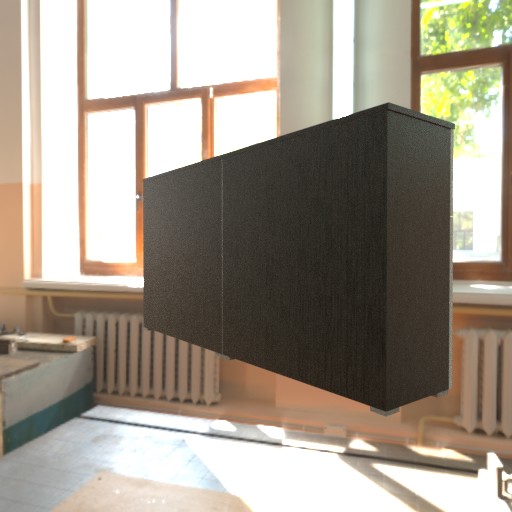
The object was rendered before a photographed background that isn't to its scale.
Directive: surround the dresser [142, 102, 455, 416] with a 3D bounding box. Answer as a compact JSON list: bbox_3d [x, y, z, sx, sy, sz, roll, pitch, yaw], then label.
[{"bbox_3d":[0.000,0.000,1.824,0.333,0.790,1.535,-1,1,-37],"label":"dresser"}]
